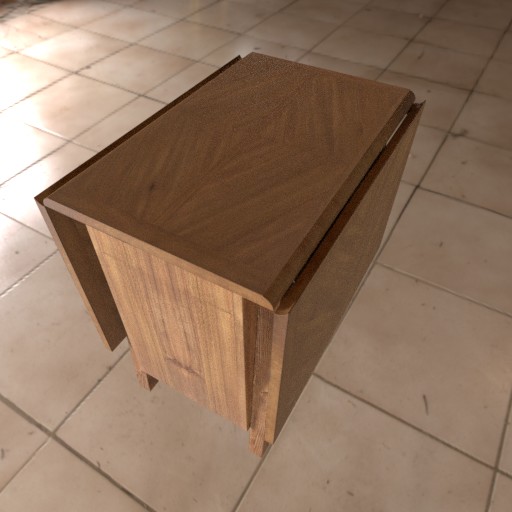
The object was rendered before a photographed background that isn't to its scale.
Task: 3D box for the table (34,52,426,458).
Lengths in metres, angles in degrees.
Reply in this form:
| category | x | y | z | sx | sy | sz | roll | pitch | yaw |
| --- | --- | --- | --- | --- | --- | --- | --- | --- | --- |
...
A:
| category | x | y | z | sx | sy | sz | roll | pitch | yaw |
| --- | --- | --- | --- | --- | --- | --- | --- | --- | --- |
| table | 0.000 | 0.000 | 1.594 | 0.701 | 0.981 | 0.967 | 23 | 51 | 20 |
